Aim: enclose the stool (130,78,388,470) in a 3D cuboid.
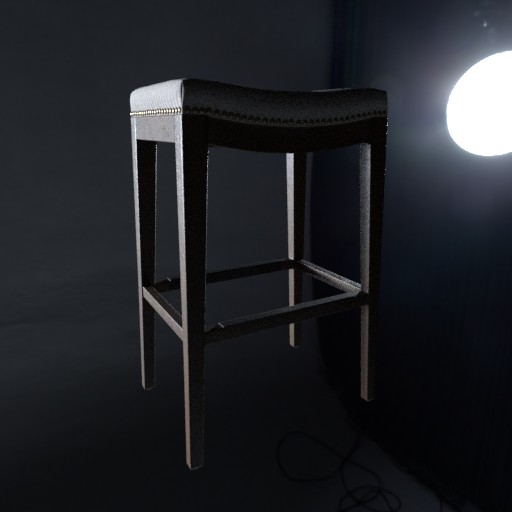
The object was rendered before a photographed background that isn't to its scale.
[{"bbox_3d":[0.000,0.000,1.069,0.508,0.762,0.356,-9,19,-28],"label":"stool"}]
